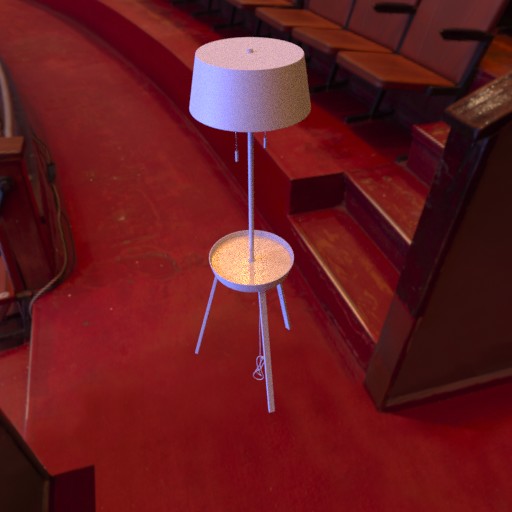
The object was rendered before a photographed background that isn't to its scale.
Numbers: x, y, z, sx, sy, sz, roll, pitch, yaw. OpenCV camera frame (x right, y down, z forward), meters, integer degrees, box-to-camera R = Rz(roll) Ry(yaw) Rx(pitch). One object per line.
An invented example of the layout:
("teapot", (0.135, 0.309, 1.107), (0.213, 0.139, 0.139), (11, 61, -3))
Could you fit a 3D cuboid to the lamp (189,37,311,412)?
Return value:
("lamp", (0.000, 0.000, 1.654), (0.508, 1.429, 0.468), (-12, 42, -14))
